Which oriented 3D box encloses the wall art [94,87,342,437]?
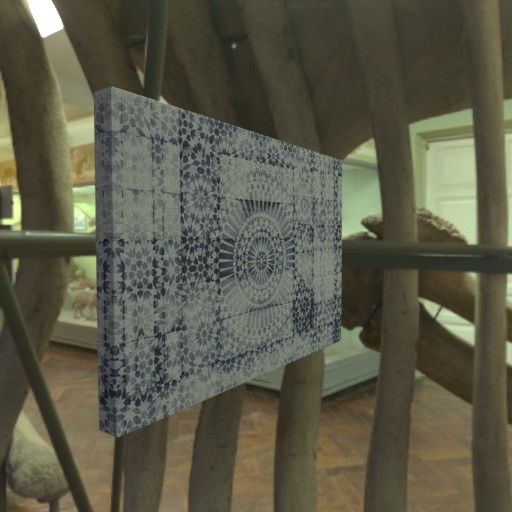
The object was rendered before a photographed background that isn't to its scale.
[{"bbox_3d":[0.000,0.000,1.147,0.057,0.608,0.911,2,3,36],"label":"wall art"}]
